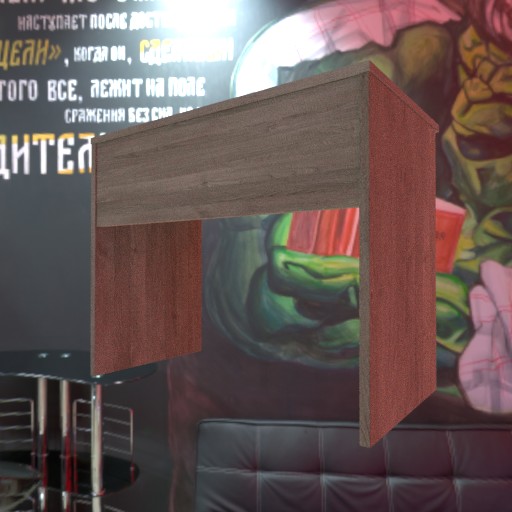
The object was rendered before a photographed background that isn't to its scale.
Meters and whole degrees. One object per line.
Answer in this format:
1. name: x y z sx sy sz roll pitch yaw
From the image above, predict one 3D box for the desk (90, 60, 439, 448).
1. desk: 0.000 0.000 1.289 0.893 0.724 0.498 0 -1 36
